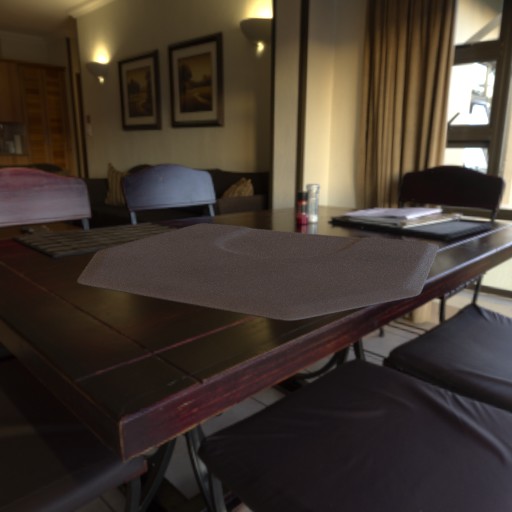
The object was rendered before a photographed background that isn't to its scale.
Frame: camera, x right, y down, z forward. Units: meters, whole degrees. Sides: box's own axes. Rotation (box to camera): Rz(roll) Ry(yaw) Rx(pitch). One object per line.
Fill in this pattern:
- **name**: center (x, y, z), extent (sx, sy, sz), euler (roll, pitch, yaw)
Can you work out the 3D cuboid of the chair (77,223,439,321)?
- **chair**: center (0.000, 0.000, 1.886), extent (1.372, 0.024, 1.219), euler (7, 15, 25)
